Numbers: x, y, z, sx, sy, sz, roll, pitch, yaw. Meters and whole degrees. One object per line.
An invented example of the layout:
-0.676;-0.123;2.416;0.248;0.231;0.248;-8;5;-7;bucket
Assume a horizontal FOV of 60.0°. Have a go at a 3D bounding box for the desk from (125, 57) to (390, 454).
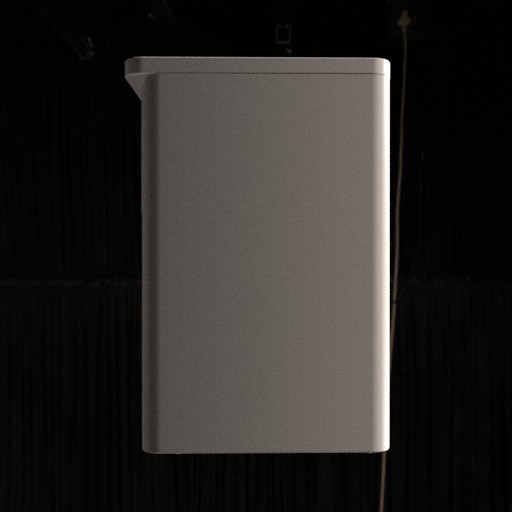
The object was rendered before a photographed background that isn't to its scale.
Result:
0.000;0.000;1.271;0.549;0.800;0.762;0;0;-1;desk
